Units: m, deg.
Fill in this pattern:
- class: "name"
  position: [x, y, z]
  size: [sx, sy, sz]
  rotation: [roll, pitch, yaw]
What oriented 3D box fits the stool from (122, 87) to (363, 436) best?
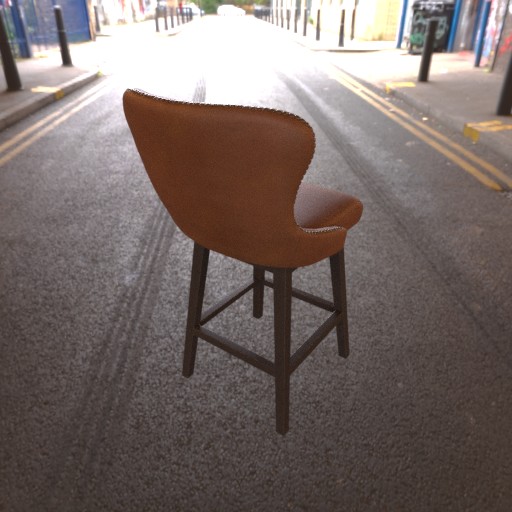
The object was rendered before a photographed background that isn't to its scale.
- class: "stool"
  position: [0.000, 0.000, 1.309]
  size: [0.528, 0.971, 0.593]
  rotation: [20, 35, 31]
